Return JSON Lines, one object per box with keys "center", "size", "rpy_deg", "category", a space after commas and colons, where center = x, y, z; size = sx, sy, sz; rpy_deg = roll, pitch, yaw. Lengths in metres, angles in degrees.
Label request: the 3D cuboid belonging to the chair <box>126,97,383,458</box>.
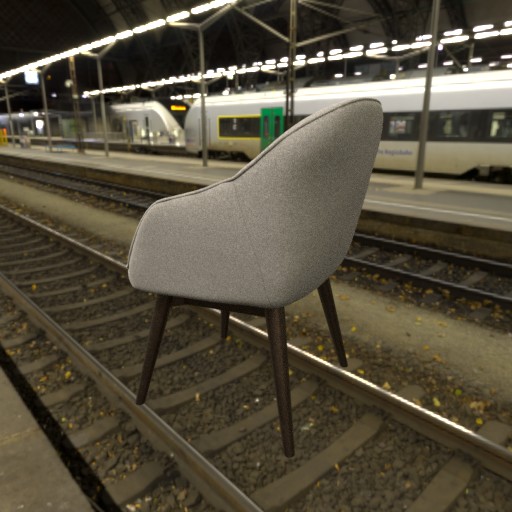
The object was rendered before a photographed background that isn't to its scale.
{"center": [0.000, 0.000, 1.231], "size": [0.611, 0.810, 0.589], "rpy_deg": [8, 18, 26], "category": "chair"}
